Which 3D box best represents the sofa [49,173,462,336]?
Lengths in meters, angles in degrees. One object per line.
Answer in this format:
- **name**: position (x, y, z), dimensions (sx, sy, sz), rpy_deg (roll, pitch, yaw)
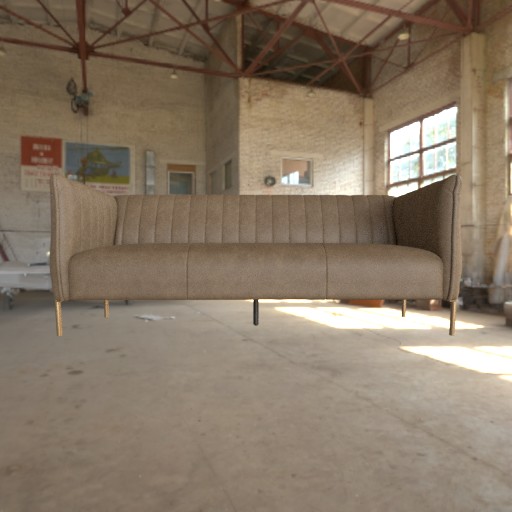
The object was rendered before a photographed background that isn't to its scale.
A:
- **sofa**: position (0.000, 0.000, 2.469), dimensions (1.980, 0.779, 0.876), rpy_deg (0, 0, -1)
